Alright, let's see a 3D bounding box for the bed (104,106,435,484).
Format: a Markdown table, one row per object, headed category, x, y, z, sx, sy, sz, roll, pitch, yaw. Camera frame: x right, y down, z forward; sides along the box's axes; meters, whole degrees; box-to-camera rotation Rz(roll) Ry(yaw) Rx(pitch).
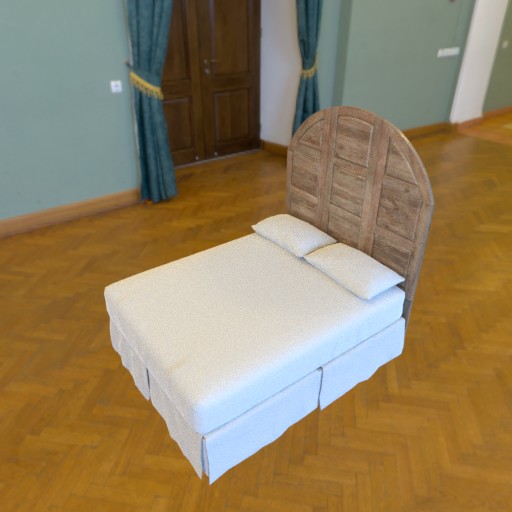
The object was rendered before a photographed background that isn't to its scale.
| category | x | y | z | sx | sy | sz | roll | pitch | yaw |
| --- | --- | --- | --- | --- | --- | --- | --- | --- | --- |
| bed | 0.000 | 0.000 | 3.500 | 2.112 | 2.002 | 1.713 | -21 | 37 | -31 |
